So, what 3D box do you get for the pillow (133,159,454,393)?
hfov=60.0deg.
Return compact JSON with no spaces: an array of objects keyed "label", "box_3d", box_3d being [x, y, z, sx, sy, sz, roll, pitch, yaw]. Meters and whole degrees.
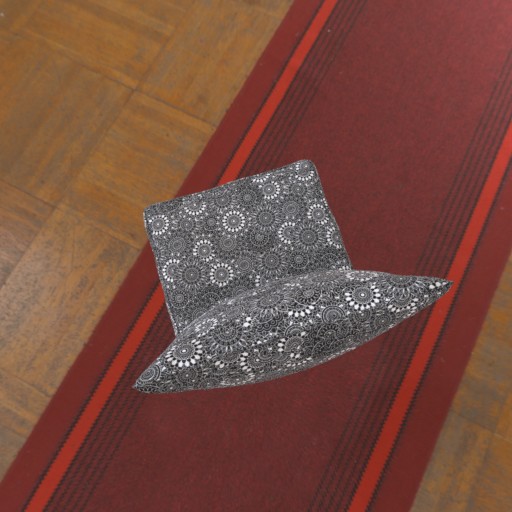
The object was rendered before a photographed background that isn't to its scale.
[{"label":"pillow","box_3d":[0.000,0.000,1.395,0.798,0.722,0.740,-17,76,-4]}]
